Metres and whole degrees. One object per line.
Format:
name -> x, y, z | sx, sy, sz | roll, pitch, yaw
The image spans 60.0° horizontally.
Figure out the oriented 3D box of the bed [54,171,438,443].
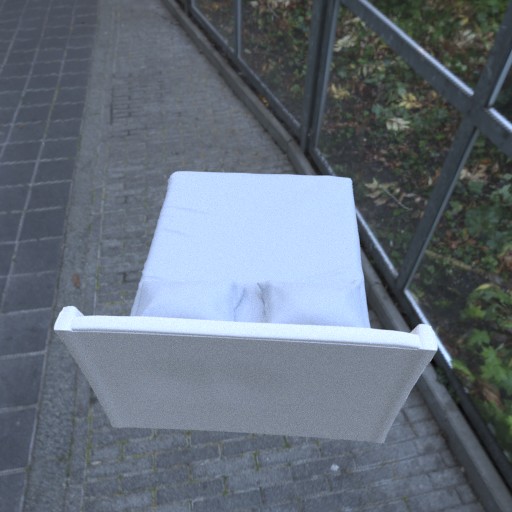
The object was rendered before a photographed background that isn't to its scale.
bed -> 0.000, 0.000, 3.394 | 1.925, 1.332, 2.276 | 3, 48, 2
